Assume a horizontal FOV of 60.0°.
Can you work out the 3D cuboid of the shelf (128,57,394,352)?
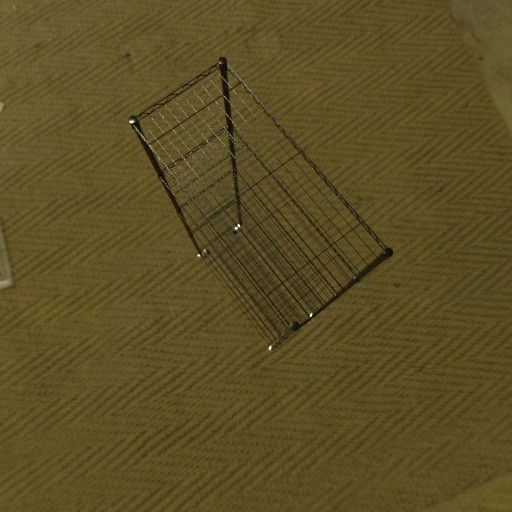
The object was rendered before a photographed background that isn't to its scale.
[{"bbox_3d":[0.000,0.000,1.988,0.356,1.645,0.762,-37,79,-8],"label":"shelf"}]
